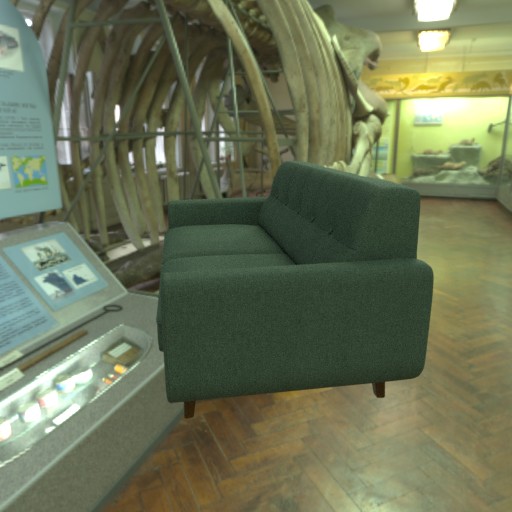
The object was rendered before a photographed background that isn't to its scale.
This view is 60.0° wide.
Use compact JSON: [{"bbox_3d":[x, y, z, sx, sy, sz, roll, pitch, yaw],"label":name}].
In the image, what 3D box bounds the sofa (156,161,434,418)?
[{"bbox_3d":[0.000,0.000,2.170,0.909,0.841,1.631,-3,16,-10],"label":"sofa"}]
